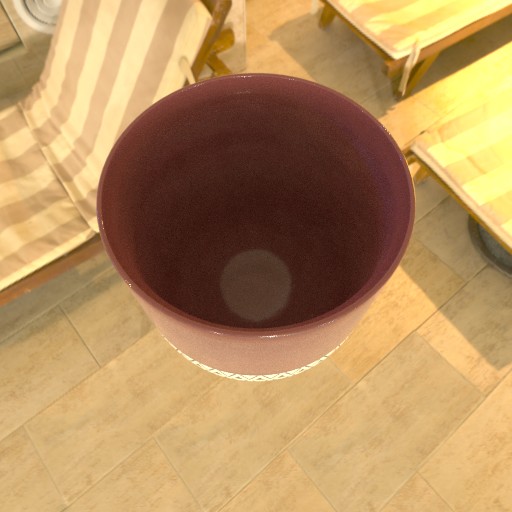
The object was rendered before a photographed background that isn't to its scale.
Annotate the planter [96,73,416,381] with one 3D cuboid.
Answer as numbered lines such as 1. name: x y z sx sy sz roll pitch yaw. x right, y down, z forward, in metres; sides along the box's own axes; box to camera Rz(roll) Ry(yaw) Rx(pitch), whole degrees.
1. planter: 0.000 0.000 0.492 0.266 0.270 0.266 0 63 0
